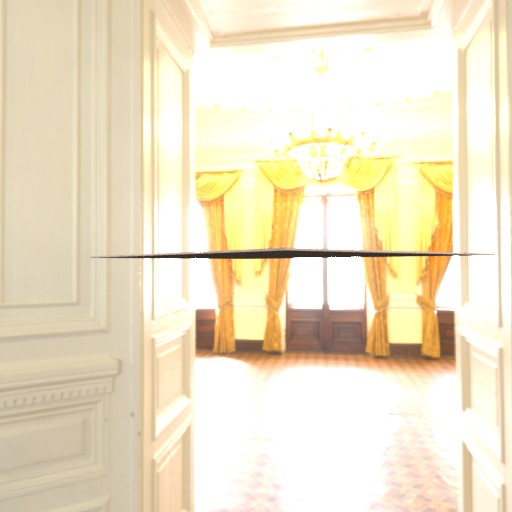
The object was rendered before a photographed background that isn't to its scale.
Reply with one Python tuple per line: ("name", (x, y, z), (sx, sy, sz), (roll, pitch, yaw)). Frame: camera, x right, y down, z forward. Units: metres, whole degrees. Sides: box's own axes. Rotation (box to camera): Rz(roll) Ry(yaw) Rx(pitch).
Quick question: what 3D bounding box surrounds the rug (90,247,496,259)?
("rug", (0.000, 0.000, 3.002), (1.533, 0.011, 2.439), (1, -1, -36))
